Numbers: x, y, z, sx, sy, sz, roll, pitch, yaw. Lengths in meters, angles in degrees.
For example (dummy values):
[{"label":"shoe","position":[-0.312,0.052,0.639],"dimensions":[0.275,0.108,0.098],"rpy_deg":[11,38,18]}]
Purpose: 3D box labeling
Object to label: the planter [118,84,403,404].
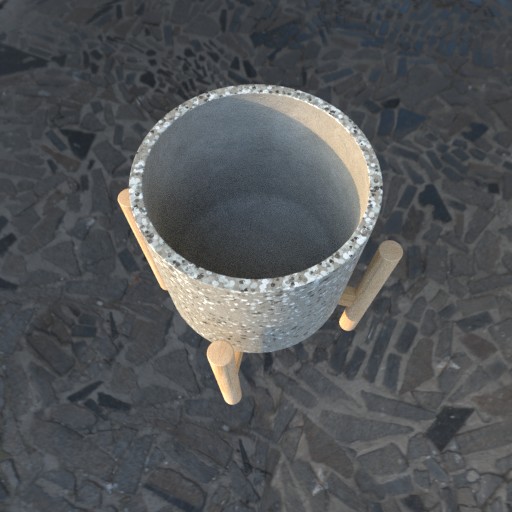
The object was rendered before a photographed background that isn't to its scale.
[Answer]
[{"label":"planter","position":[0.000,0.000,0.534],"dimensions":[0.284,0.320,0.284],"rpy_deg":[33,68,15]}]
